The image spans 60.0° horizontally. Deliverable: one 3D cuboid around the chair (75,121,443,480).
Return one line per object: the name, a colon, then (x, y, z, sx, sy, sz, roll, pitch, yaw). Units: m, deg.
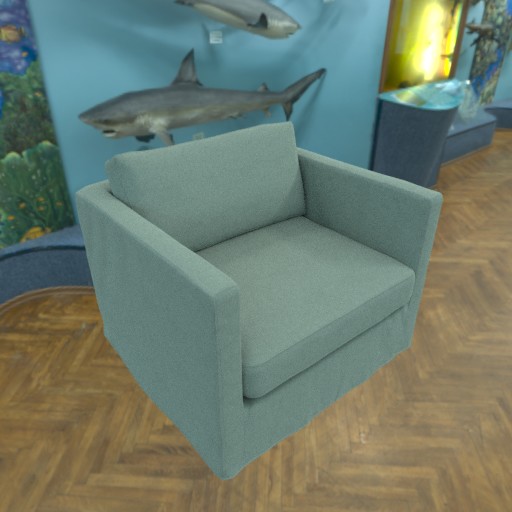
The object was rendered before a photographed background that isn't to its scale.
chair: (0.000, 0.000, 1.760, 1.057, 0.863, 0.949, -22, 37, -33)
